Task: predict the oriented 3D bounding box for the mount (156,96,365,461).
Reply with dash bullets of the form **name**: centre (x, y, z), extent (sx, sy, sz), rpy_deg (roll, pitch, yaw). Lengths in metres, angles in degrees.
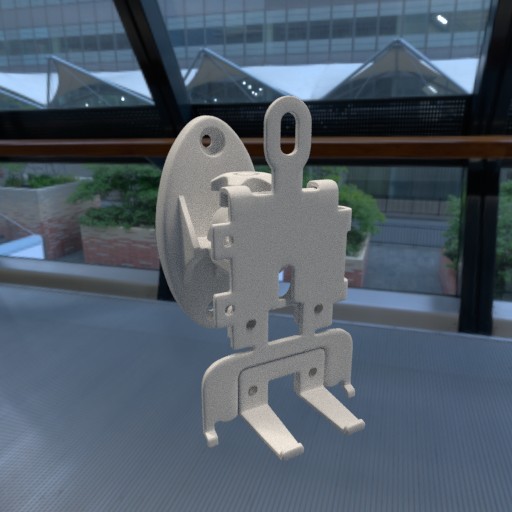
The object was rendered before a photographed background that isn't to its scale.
- **mount**: centre (0.000, 0.000, 0.176), extent (0.066, 0.118, 0.100), rpy_deg (-9, 19, -27)
